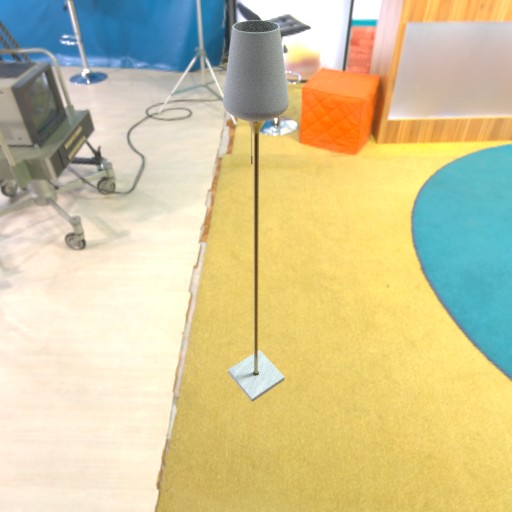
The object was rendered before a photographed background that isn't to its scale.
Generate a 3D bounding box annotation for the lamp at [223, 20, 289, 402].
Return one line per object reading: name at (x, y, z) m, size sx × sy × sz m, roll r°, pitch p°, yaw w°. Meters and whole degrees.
lamp at (0.000, 0.000, 1.914) m, size 0.229 × 1.813 × 0.232 m, roll -26°, pitch 48°, yaw -27°
